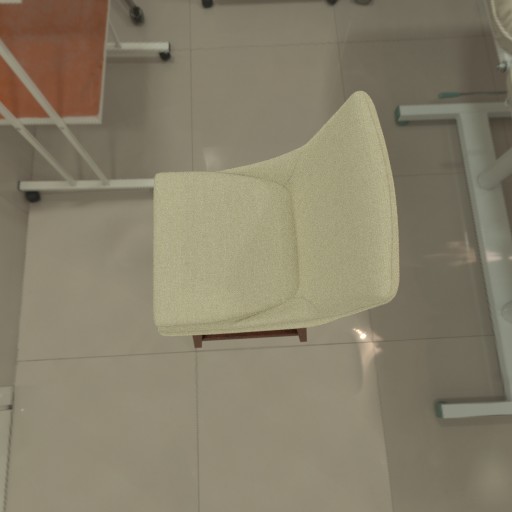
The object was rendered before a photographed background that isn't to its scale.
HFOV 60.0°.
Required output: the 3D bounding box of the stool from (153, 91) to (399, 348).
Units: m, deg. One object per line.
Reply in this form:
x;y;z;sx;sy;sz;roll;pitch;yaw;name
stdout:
0.000;0.000;1.344;0.559;0.991;0.469;-3;75;-1;stool
